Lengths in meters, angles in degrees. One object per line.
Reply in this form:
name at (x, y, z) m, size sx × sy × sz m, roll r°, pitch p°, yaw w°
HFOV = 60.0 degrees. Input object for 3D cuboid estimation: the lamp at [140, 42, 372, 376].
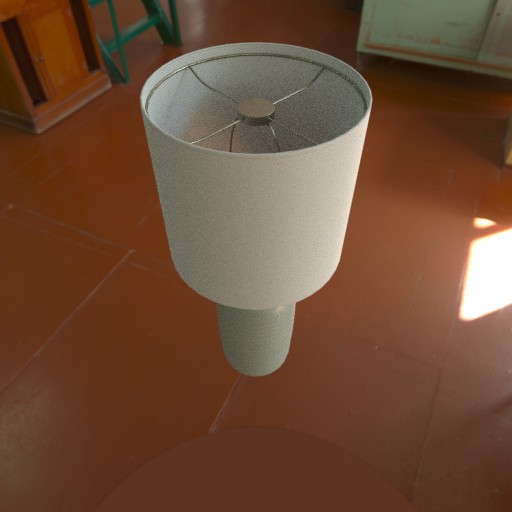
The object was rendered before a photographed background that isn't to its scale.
lamp at (0.000, 0.000, 0.601) m, size 0.220 × 0.475 × 0.220 m, roll -23°, pitch 51°, yaw -20°
